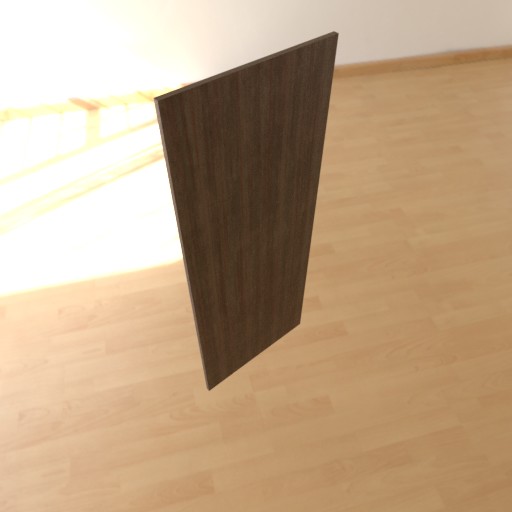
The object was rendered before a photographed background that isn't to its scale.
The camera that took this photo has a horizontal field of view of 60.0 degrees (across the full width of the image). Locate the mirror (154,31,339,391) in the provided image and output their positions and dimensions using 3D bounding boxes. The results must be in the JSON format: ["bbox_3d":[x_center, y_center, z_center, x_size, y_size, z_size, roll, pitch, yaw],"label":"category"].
[{"bbox_3d":[0.000,0.000,2.310,0.812,2.032,0.025,-32,55,-25],"label":"mirror"}]
